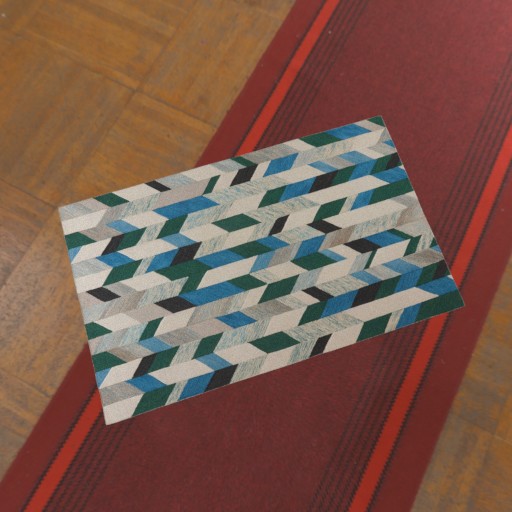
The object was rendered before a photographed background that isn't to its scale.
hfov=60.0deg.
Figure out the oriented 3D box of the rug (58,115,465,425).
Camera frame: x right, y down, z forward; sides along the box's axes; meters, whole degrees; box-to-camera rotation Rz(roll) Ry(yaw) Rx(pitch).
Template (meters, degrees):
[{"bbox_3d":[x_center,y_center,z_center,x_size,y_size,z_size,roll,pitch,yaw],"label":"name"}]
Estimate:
[{"bbox_3d":[0.000,0.000,3.018,2.433,0.007,1.507,-17,76,-4],"label":"rug"}]
